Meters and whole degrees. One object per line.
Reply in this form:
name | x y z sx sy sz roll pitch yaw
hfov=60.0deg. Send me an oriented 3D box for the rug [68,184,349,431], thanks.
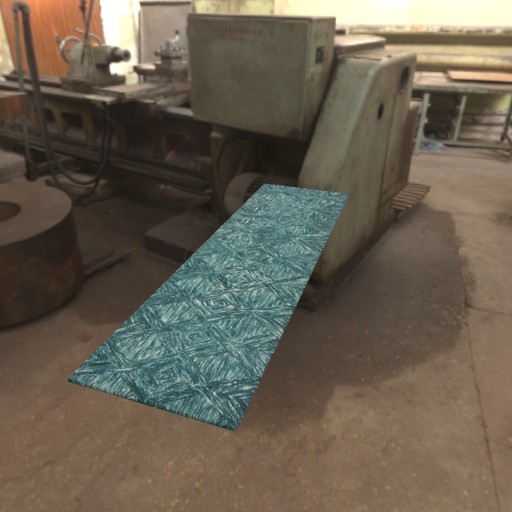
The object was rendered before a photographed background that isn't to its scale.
rug | 0.000 0.000 2.489 0.676 0.016 2.286 10 30 17
